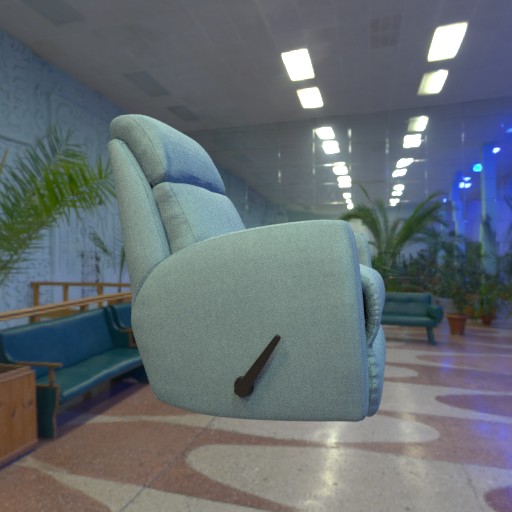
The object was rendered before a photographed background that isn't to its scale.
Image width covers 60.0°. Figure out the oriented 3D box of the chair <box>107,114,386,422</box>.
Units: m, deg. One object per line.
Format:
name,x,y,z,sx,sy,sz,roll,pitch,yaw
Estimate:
chair,0.000,0.000,1.680,0.940,1.013,0.812,0,0,17
